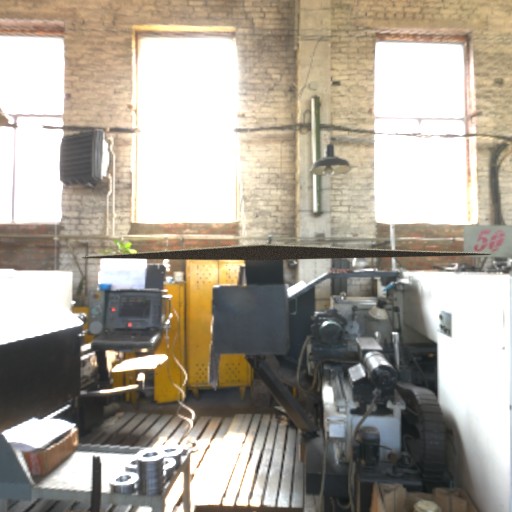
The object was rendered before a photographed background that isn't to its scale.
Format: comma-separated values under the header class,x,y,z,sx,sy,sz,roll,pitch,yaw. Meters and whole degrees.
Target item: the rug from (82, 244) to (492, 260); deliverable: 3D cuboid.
class,x,y,z,sx,sy,sz,roll,pitch,yaw
rug,0.000,0.000,5.040,2.782,0.025,3.935,1,-2,-36
